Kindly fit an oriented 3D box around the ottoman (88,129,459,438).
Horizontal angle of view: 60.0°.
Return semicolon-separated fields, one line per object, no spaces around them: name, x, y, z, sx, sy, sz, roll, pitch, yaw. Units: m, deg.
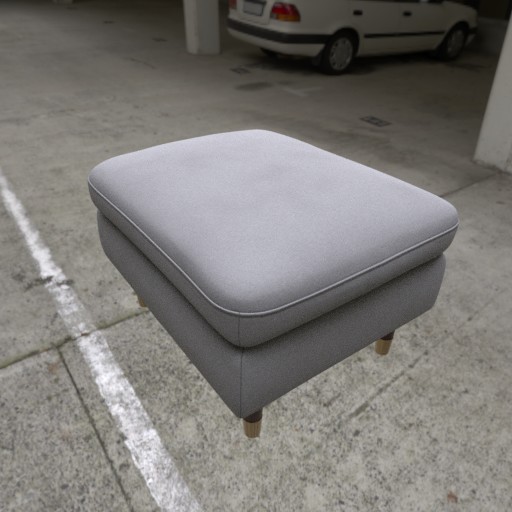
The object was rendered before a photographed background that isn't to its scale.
ottoman;0.000;0.000;1.109;0.593;0.478;0.747;-21;37;-30
